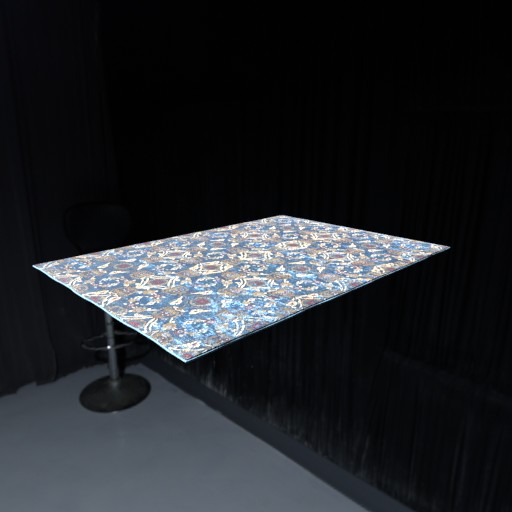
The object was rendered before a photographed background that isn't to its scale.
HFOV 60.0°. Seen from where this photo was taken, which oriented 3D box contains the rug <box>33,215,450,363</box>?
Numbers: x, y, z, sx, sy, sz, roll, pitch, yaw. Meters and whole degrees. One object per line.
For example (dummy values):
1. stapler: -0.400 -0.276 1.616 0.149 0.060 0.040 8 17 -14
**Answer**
1. rug: 0.000 0.000 2.849 2.207 0.014 1.567 -15 22 -42
